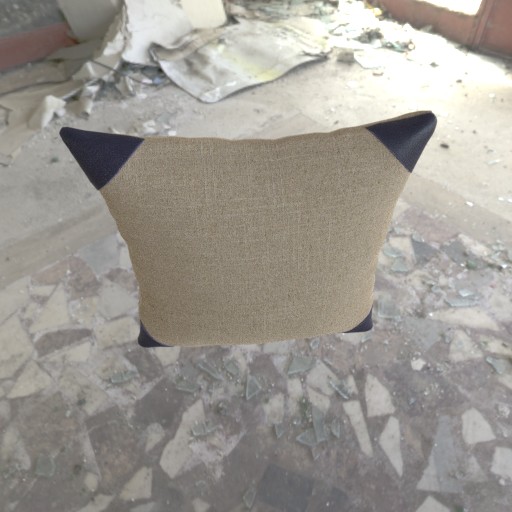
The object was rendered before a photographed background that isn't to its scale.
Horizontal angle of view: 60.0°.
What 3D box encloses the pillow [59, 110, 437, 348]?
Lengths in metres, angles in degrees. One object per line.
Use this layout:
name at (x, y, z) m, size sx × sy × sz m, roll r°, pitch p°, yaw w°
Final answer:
pillow at (0.000, 0.000, 0.661) m, size 0.440 × 0.441 × 0.147 m, roll -4°, pitch 47°, yaw -4°
